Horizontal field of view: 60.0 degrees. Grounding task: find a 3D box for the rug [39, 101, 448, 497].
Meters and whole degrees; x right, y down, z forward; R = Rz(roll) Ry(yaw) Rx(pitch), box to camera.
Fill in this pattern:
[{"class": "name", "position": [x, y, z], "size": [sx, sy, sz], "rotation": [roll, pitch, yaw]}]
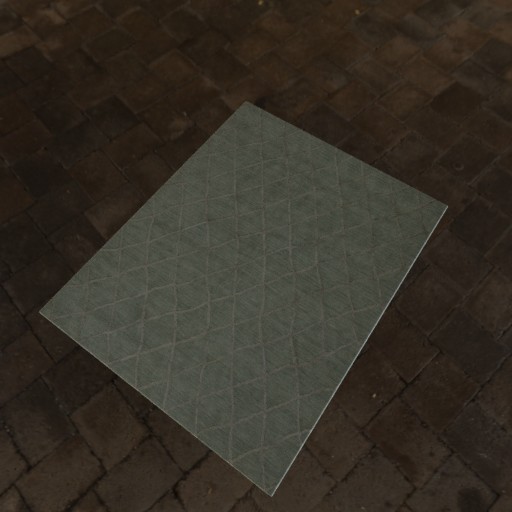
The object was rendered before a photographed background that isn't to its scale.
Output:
[{"class": "rug", "position": [0.000, 0.000, 4.057], "size": [2.420, 0.019, 3.039], "rotation": [32, 67, 15]}]
